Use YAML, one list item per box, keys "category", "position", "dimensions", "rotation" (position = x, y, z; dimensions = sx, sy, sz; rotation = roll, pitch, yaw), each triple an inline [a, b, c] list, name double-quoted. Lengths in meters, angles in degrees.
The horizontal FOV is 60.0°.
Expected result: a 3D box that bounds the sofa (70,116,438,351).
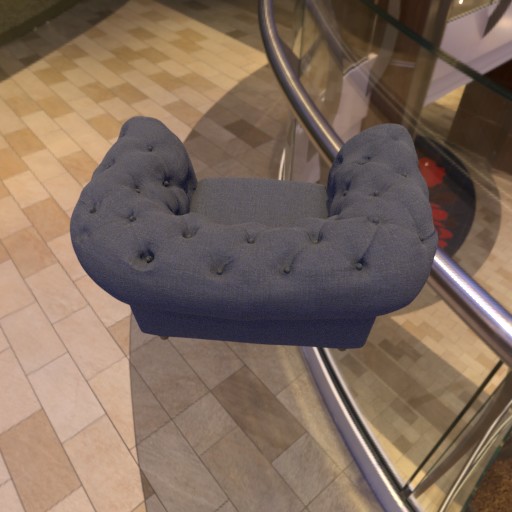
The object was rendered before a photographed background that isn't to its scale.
- category: "sofa"
  position: [0.000, 0.000, 2.005]
  dimensions: [1.405, 0.878, 1.032]
  rotation: [3, 46, 3]
